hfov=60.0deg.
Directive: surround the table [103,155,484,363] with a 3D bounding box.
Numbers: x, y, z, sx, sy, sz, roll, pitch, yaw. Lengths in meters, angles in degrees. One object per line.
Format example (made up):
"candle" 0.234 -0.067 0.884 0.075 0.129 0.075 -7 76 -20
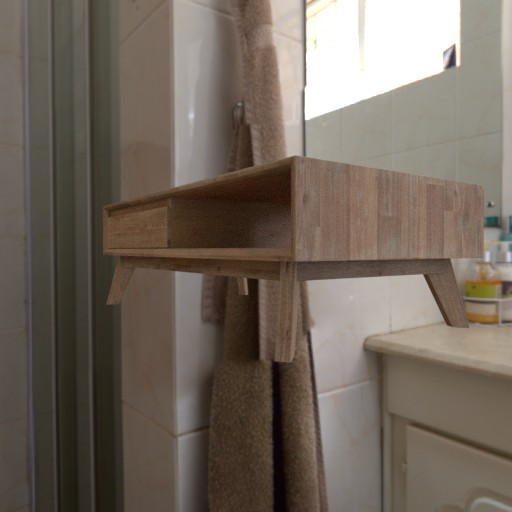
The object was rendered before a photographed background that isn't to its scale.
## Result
"table" 0.000 0.000 2.030 0.918 0.531 1.619 -1 1 -35
